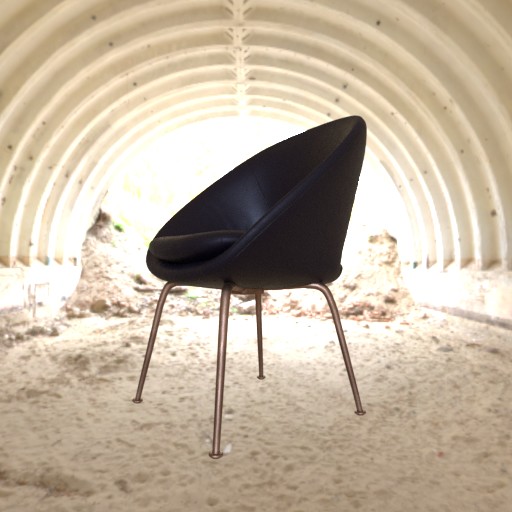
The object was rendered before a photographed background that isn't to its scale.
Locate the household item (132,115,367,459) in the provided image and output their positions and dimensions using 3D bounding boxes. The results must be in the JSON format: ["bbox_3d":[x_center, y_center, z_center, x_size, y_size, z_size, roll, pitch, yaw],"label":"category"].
[{"bbox_3d":[0.000,0.000,1.275,0.573,0.852,0.623,1,-1,-36],"label":"household item"}]
